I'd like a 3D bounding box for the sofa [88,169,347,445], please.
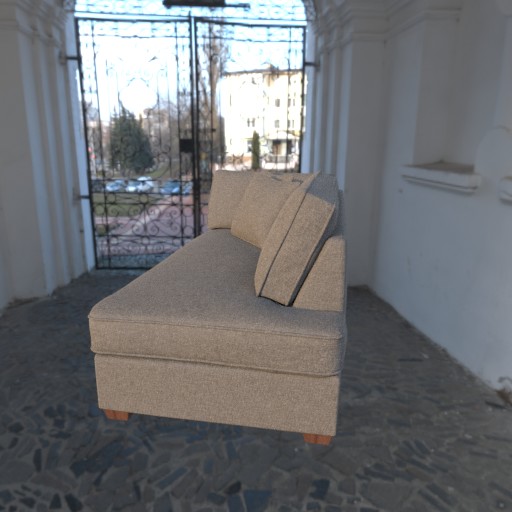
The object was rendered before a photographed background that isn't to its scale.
[{"bbox_3d":[0.000,0.000,2.816,1.110,1.033,2.237,3,15,10],"label":"sofa"}]
